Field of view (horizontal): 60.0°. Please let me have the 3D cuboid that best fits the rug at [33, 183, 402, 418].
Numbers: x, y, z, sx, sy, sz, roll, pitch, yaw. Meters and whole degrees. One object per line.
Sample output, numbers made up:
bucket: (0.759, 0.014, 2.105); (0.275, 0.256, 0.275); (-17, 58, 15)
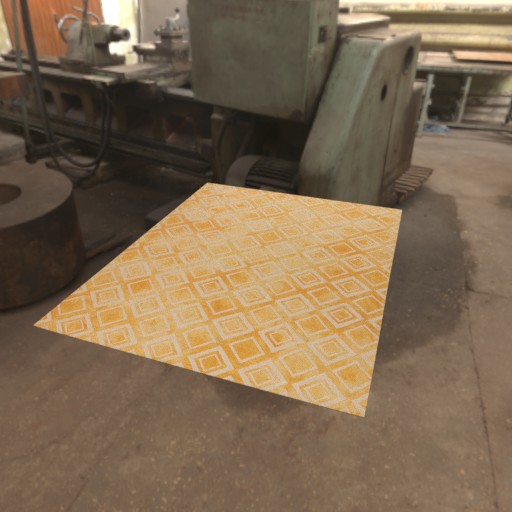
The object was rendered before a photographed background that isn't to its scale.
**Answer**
rug: (0.000, 0.000, 4.157); (2.433, 0.011, 3.037); (10, 32, 17)
